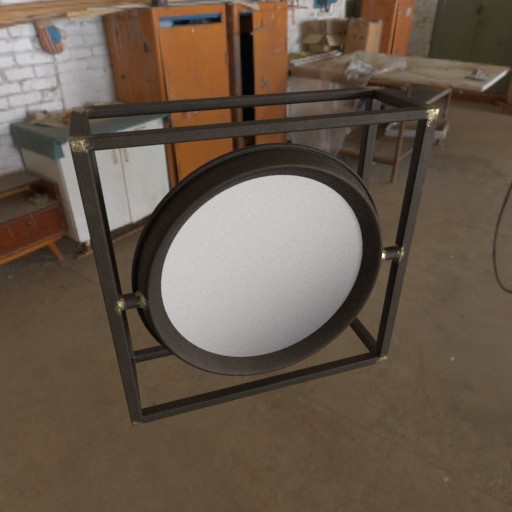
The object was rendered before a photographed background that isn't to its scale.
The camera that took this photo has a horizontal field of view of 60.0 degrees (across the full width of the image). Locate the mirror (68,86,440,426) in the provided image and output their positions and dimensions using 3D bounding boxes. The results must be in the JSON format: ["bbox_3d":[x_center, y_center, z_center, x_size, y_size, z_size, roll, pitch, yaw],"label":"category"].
[{"bbox_3d":[0.000,0.000,0.467,0.306,0.303,0.107,-10,33,-15],"label":"mirror"}]
